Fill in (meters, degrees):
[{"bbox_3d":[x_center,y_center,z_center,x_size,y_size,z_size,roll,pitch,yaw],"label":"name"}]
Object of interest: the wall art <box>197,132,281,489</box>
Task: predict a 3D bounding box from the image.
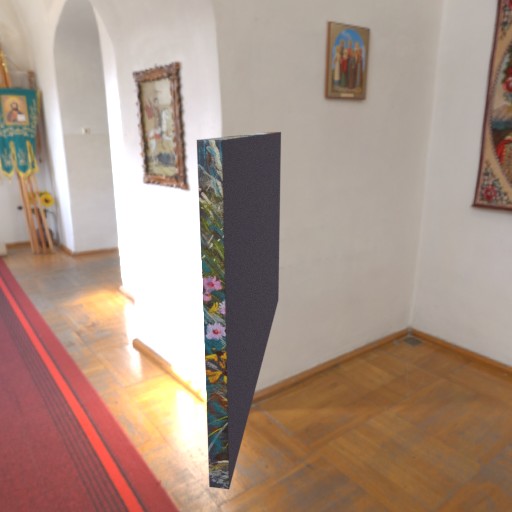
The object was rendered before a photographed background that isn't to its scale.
[{"bbox_3d":[0.000,0.000,1.141,0.037,0.604,0.908,2,16,8],"label":"wall art"}]
